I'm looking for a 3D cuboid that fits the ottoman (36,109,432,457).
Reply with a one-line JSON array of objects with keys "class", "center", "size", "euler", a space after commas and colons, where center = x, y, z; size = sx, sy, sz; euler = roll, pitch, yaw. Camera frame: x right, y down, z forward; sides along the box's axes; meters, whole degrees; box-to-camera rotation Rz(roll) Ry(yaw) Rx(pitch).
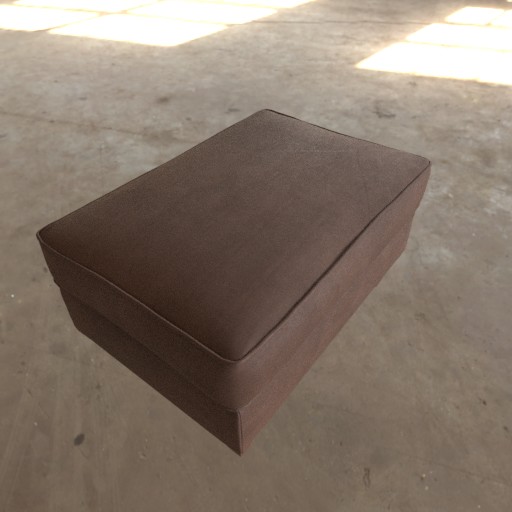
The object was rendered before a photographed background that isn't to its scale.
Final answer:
[{"class": "ottoman", "center": [0.000, 0.000, 1.200], "size": [0.596, 0.481, 0.860], "euler": [27, 48, 27]}]
